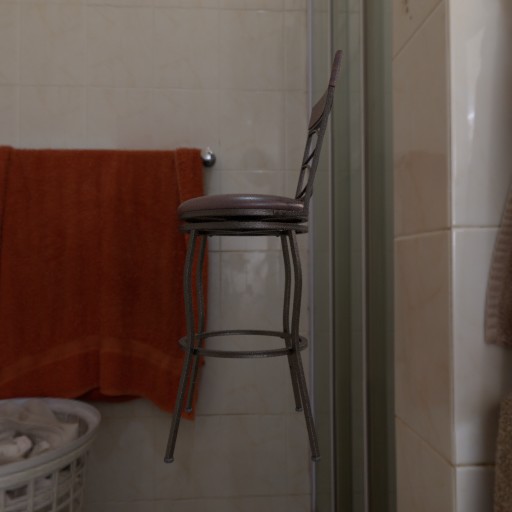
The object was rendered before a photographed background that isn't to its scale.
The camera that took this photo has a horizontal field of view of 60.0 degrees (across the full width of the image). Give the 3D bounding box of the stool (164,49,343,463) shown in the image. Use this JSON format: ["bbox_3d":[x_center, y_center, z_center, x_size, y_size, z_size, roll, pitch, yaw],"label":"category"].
[{"bbox_3d":[0.000,0.000,1.429,0.513,1.130,0.448,0,-1,-1],"label":"stool"}]
